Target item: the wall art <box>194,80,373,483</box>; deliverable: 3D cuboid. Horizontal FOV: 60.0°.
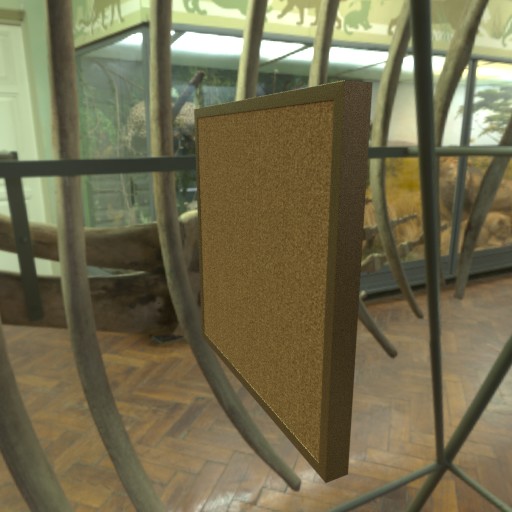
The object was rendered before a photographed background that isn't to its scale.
[{"bbox_3d":[0.000,0.000,0.763,0.037,0.509,0.510,-7,16,-25],"label":"wall art"}]
